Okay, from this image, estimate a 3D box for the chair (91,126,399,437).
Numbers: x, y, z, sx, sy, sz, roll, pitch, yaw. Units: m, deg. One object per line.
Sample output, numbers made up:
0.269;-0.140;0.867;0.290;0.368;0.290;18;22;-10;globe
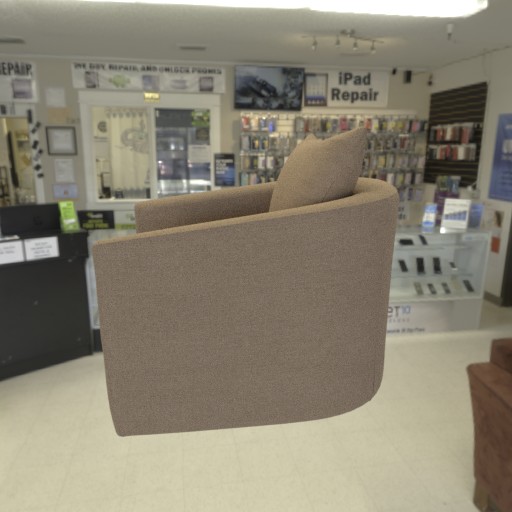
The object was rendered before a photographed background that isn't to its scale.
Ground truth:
0.000;0.000;1.545;0.910;0.848;0.845;-2;14;-7;chair
